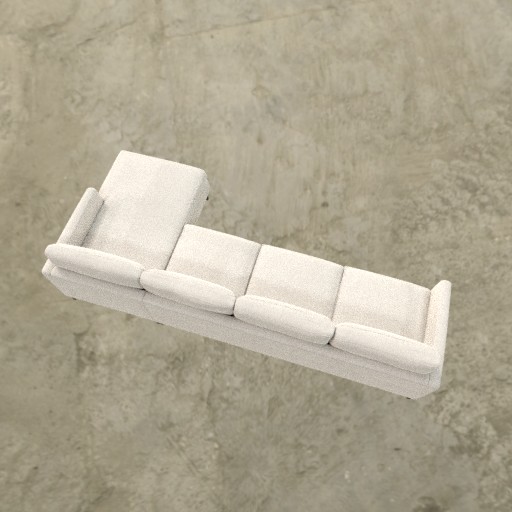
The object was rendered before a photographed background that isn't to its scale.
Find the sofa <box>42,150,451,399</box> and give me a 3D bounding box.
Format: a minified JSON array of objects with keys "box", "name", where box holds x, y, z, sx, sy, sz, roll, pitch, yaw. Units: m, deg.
[{"box":[0.000,0.000,2.917,2.445,0.677,1.126,15,65,7],"name":"sofa"}]
